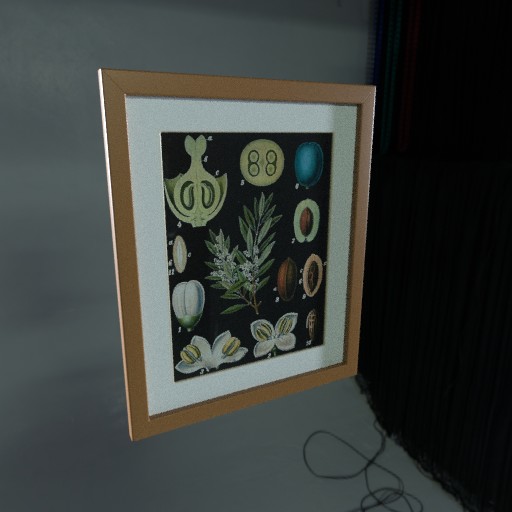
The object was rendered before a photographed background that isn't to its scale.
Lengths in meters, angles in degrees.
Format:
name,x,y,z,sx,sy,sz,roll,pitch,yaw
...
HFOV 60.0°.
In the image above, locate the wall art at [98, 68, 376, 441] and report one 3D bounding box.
name,x,y,z,sx,sy,sz,roll,pitch,yaw
wall art,0.000,0.000,0.507,0.310,0.379,0.015,-8,17,-26
